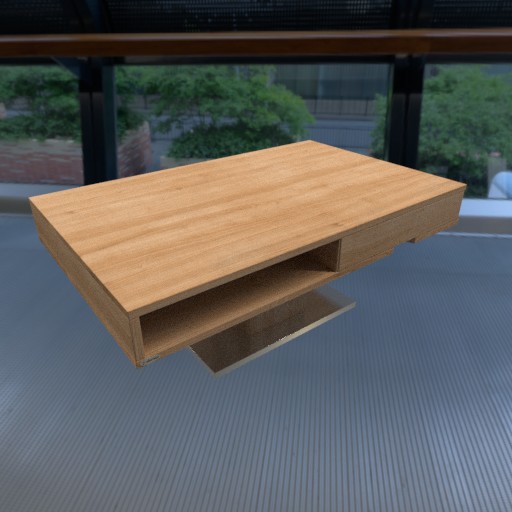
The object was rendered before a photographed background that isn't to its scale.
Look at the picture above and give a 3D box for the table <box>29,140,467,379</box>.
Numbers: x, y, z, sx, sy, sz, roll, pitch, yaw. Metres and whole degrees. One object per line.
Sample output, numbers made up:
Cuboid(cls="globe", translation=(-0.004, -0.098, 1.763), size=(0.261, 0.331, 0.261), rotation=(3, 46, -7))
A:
Cuboid(cls="table", translation=(0.000, 0.000, 1.419), size=(1.100, 0.440, 0.700), rotation=(-20, 34, -32))
